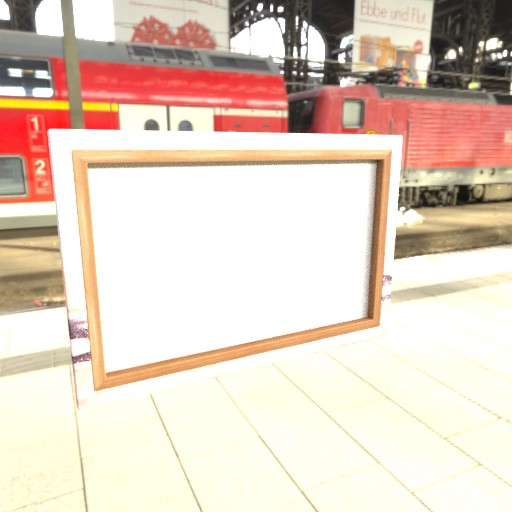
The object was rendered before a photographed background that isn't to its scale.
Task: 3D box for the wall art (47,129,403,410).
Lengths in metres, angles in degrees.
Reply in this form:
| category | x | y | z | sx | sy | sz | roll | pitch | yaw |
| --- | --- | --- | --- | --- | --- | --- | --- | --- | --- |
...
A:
| category | x | y | z | sx | sy | sz | roll | pitch | yaw |
| --- | --- | --- | --- | --- | --- | --- | --- | --- | --- |
| wall art | 0.000 | 0.000 | 1.138 | 0.913 | 0.609 | 0.038 | -7 | 15 | -26 |
